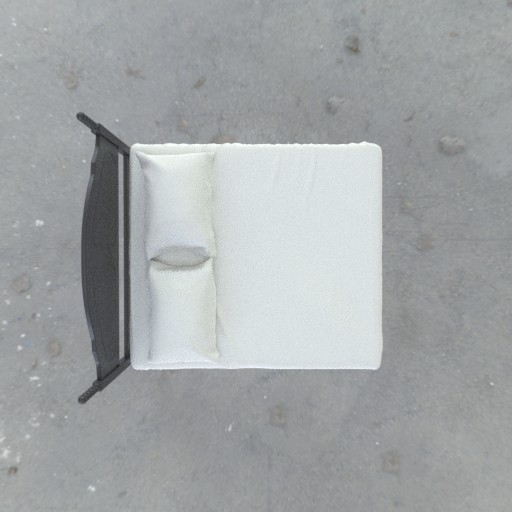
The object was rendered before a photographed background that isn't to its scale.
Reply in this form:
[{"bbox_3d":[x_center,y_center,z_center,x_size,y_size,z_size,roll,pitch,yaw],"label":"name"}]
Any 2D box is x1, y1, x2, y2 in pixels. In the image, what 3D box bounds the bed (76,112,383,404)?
[{"bbox_3d":[0.000,0.000,3.155,2.040,1.356,1.873,0,91,0],"label":"bed"}]
